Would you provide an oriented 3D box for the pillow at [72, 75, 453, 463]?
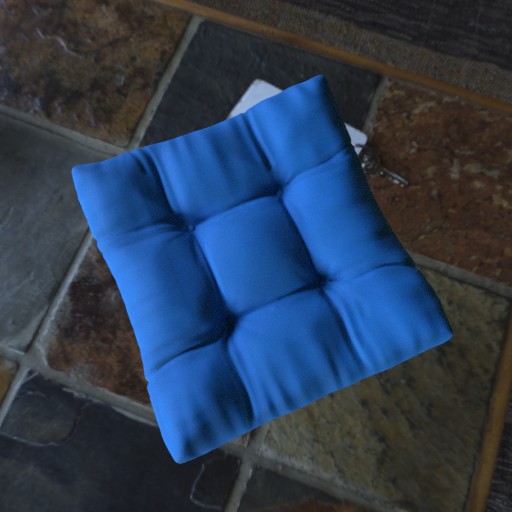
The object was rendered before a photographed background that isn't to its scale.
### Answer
[{"bbox_3d":[0.000,0.000,0.723,0.468,0.128,0.490,-23,78,-5],"label":"pillow"}]
